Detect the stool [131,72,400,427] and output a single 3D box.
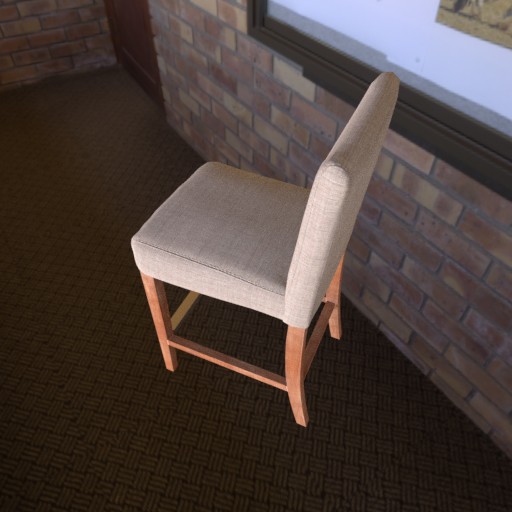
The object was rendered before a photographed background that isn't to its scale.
[{"bbox_3d":[0.000,0.000,1.325,0.567,1.039,0.454,18,49,17],"label":"stool"}]
